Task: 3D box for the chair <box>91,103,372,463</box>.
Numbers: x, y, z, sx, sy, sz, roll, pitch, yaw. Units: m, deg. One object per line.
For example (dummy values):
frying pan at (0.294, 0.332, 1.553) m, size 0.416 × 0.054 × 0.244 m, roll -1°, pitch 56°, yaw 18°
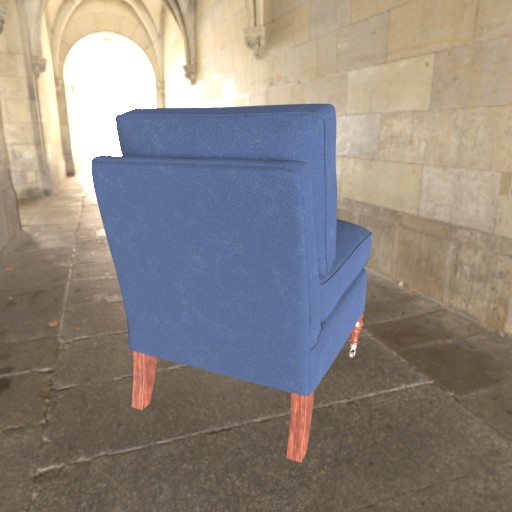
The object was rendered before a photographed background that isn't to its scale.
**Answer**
chair at (0.000, 0.000, 1.676) m, size 0.724 × 1.052 × 0.912 m, roll 7°, pitch 17°, yaw 25°
